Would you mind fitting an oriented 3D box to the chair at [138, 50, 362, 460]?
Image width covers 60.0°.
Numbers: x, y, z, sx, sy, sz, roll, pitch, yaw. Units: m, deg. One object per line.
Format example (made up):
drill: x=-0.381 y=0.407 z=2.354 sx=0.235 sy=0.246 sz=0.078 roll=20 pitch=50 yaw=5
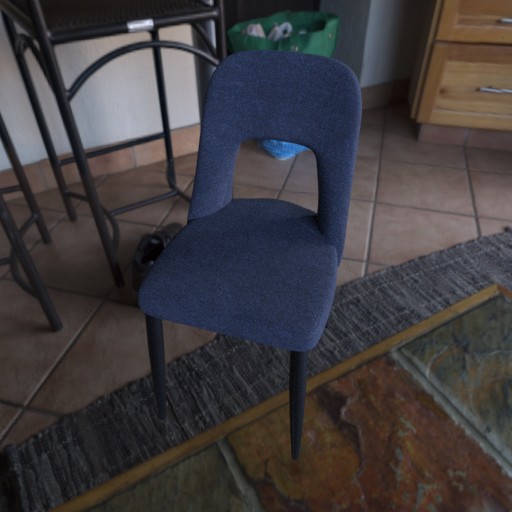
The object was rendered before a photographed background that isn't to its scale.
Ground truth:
chair: x=0.000 y=0.000 z=1.235 sx=0.470 sy=0.931 sz=0.612 roll=11 pitch=41 yaw=13
